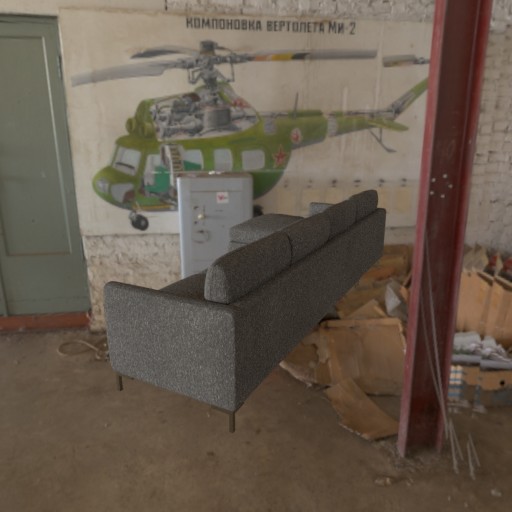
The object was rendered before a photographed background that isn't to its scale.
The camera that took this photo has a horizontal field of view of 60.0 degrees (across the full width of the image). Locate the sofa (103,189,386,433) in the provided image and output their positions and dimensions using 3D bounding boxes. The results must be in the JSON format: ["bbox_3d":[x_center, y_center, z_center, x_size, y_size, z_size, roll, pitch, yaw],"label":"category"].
[{"bbox_3d":[0.000,0.000,3.460,1.350,0.810,2.932,9,18,27],"label":"sofa"}]
